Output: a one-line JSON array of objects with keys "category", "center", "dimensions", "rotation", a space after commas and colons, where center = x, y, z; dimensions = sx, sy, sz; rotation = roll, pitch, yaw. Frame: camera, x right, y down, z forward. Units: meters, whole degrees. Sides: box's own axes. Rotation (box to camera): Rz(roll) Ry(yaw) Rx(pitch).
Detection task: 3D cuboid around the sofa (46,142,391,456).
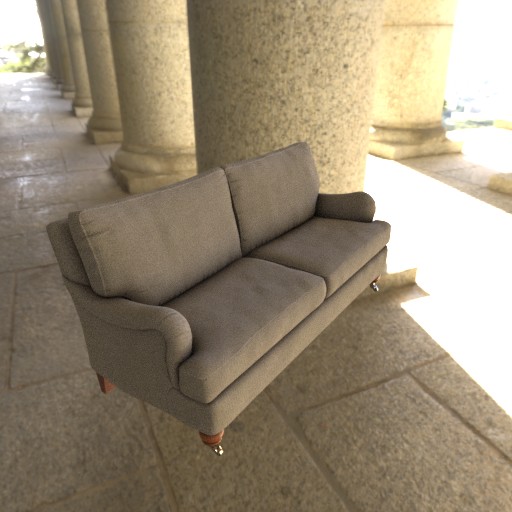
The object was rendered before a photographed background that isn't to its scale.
[{"category": "sofa", "center": [0.000, 0.000, 2.864], "dimensions": [1.069, 1.096, 2.193], "rotation": [18, 31, 32]}]
